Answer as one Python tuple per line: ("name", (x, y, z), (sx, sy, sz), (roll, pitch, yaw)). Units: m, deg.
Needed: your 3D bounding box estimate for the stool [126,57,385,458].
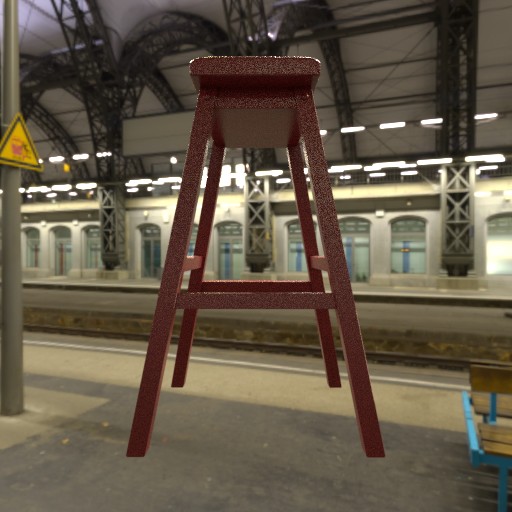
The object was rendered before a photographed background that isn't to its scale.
("stool", (0.000, 0.000, 1.039), (0.476, 0.737, 0.457), (0, 0, 0))
